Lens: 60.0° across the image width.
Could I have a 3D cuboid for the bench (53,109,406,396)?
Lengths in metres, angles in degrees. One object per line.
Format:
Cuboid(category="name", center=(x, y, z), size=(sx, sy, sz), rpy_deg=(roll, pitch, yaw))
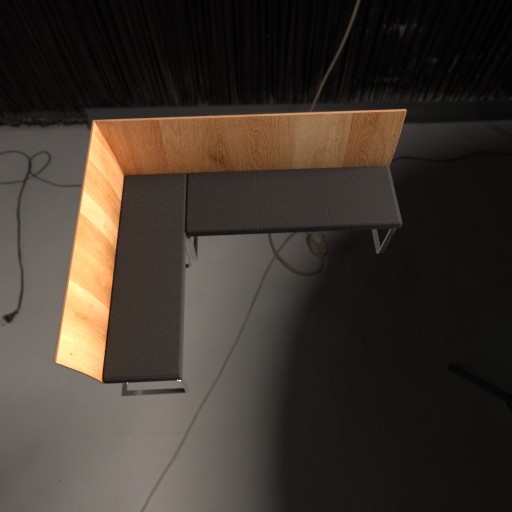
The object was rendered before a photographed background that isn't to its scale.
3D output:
Cuboid(category="bench", center=(0.000, 0.000, 2.819), size=(1.945, 0.930, 1.495), rpy_deg=(-2, 63, -1))
